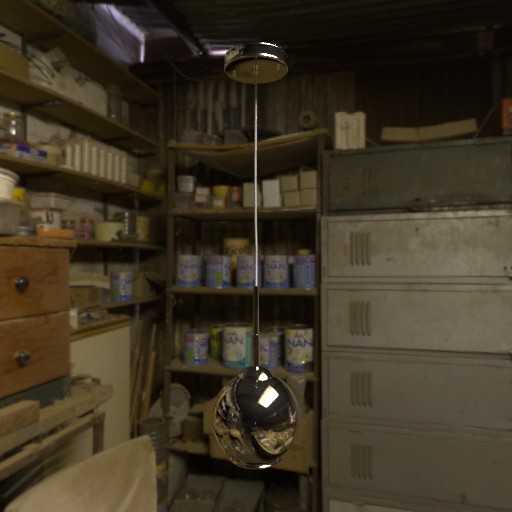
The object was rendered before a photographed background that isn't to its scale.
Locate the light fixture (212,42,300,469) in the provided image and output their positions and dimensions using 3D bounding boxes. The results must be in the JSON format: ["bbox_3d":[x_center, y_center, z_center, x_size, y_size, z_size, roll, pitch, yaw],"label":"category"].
[{"bbox_3d":[0.000,0.000,1.710,0.336,1.538,0.336,0,-1,18],"label":"light fixture"}]
